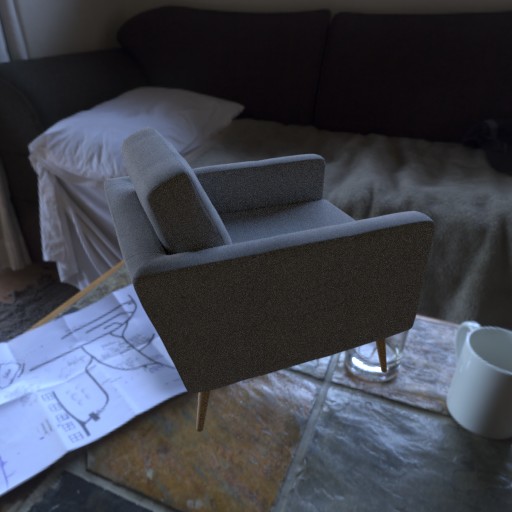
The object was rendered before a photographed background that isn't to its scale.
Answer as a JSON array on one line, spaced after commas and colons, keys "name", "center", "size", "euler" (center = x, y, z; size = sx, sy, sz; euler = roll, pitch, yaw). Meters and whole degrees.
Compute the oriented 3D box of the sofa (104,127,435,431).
[{"name": "sofa", "center": [0.000, 0.000, 1.574], "size": [0.920, 0.860, 0.770], "euler": [-11, 31, -19]}]
